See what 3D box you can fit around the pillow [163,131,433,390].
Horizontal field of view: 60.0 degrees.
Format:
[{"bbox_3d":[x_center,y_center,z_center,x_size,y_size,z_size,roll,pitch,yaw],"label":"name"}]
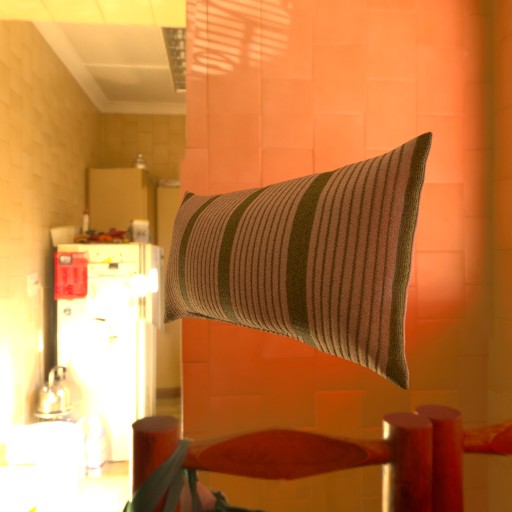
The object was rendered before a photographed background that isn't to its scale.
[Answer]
[{"bbox_3d":[0.000,0.000,0.732,0.156,0.292,0.608,0,0,-36],"label":"pillow"}]
